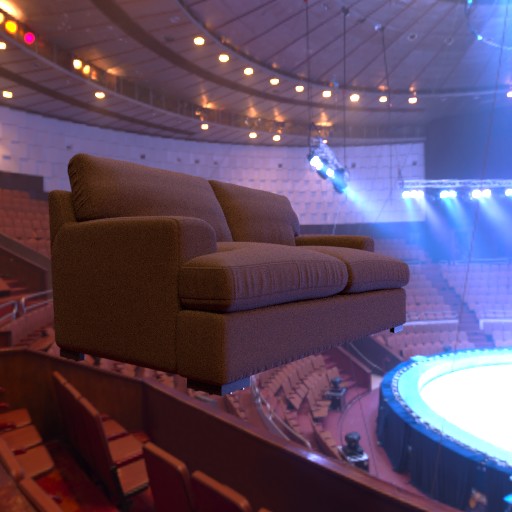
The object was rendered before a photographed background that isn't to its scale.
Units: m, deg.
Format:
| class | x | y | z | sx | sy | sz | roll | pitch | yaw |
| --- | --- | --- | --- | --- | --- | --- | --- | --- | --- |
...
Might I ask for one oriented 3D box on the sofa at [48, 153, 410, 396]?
| class | x | y | z | sx | sy | sz | roll | pitch | yaw |
| --- | --- | --- | --- | --- | --- | --- | --- | --- | --- |
| sofa | 0.000 | 0.000 | 2.471 | 1.140 | 0.950 | 1.869 | 0 | -1 | 37 |
